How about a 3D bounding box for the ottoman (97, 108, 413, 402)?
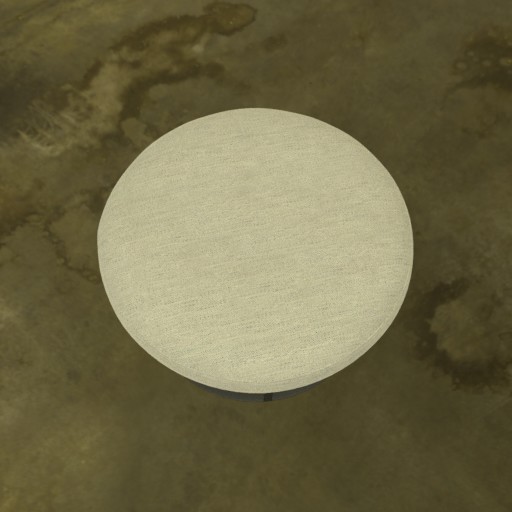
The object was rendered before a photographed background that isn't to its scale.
[{"bbox_3d":[0.000,0.000,1.219,0.769,0.459,0.769,0,64,0],"label":"ottoman"}]
